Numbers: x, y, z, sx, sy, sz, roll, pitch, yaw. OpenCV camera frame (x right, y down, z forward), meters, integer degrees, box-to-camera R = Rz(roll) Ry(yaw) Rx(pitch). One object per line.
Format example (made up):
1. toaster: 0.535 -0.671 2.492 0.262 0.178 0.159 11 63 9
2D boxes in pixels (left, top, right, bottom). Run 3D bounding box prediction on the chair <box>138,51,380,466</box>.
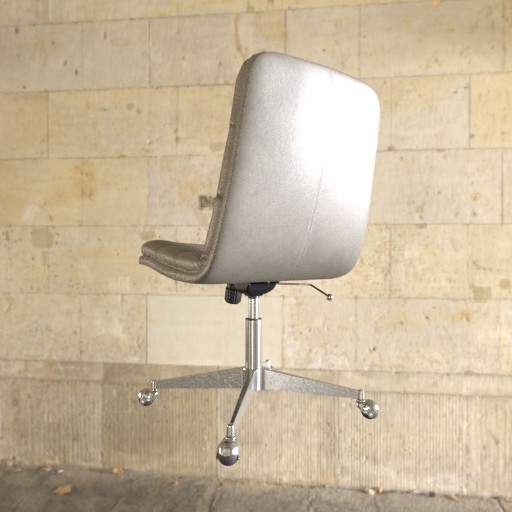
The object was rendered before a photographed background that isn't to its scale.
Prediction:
1. chair: 0.000 0.000 1.039 0.422 0.738 0.485 0 0 -36
